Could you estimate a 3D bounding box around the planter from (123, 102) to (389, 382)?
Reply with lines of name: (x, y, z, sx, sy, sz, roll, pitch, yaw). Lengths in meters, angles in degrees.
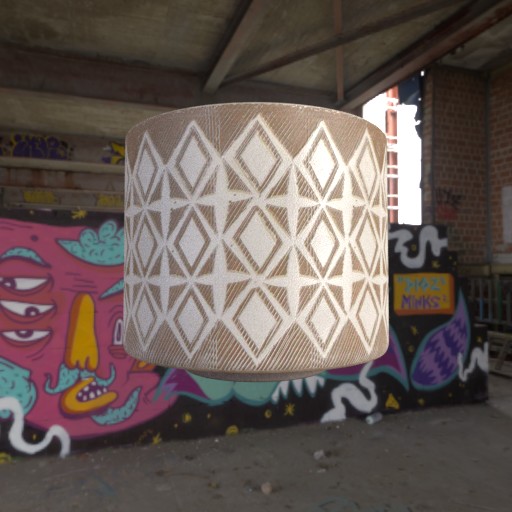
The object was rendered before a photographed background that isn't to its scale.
planter: (0.000, 0.000, 0.338, 0.193, 0.165, 0.193, 0, -2, 0)
